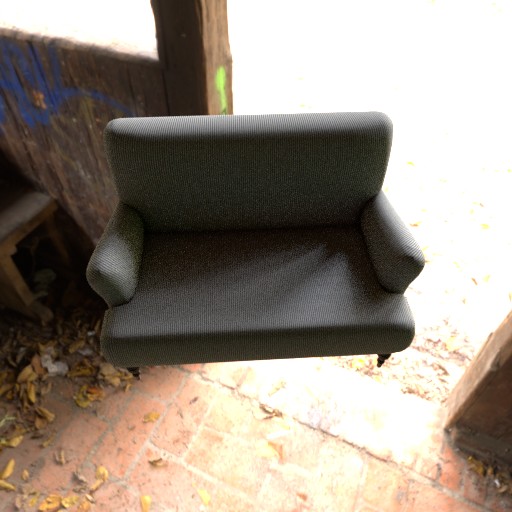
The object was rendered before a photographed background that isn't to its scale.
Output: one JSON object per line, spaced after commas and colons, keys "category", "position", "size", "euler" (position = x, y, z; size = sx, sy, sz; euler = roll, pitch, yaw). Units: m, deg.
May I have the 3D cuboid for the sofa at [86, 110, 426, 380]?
{"category": "sofa", "position": [0.000, 0.000, 1.870], "size": [1.297, 0.889, 0.779], "euler": [-2, 47, -2]}
